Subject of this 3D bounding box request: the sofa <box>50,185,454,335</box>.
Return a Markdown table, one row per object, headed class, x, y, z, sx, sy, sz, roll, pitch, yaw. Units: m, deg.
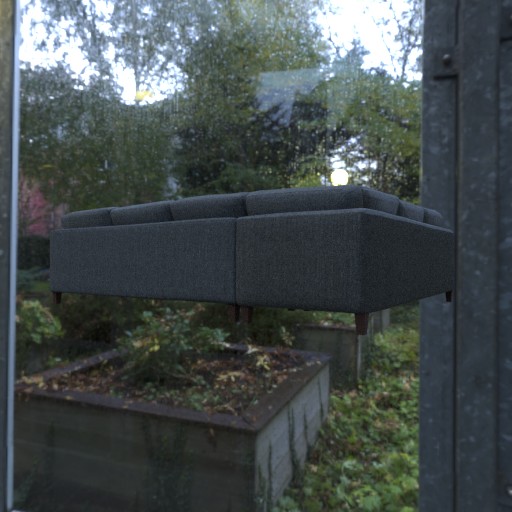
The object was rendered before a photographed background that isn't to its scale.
| class | x | y | z | sx | sy | sz | roll | pitch | yaw |
| --- | --- | --- | --- | --- | --- | --- | --- | --- | --- |
| sofa | 0.000 | 0.000 | 4.503 | 3.302 | 0.947 | 2.593 | 0 | -1 | 35 |
